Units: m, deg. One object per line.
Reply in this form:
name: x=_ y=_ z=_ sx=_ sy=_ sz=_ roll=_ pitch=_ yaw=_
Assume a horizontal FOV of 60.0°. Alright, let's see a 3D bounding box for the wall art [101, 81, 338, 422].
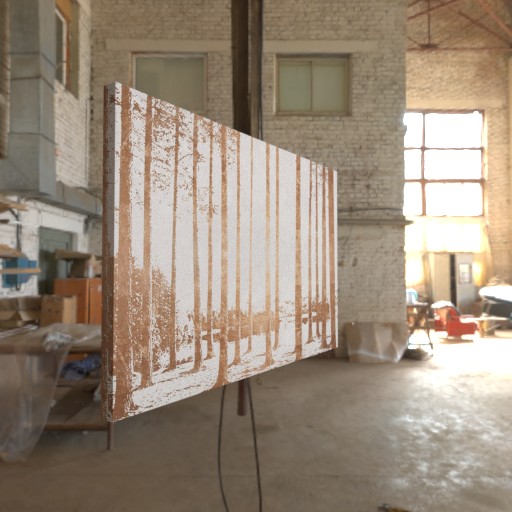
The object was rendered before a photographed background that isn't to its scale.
wall art: x=0.000 y=0.000 z=1.170 sx=0.035 sy=0.609 sz=0.914 roll=-1 pitch=-2 yaw=36
